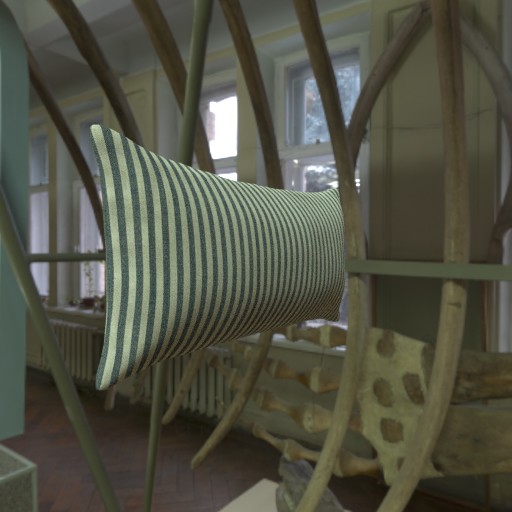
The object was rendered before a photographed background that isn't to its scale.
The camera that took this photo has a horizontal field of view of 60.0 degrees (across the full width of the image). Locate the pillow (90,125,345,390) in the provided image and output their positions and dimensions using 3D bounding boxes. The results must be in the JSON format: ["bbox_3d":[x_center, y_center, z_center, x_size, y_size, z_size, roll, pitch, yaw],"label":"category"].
[{"bbox_3d":[0.000,0.000,0.735,0.151,0.295,0.617,1,1,36],"label":"pillow"}]
